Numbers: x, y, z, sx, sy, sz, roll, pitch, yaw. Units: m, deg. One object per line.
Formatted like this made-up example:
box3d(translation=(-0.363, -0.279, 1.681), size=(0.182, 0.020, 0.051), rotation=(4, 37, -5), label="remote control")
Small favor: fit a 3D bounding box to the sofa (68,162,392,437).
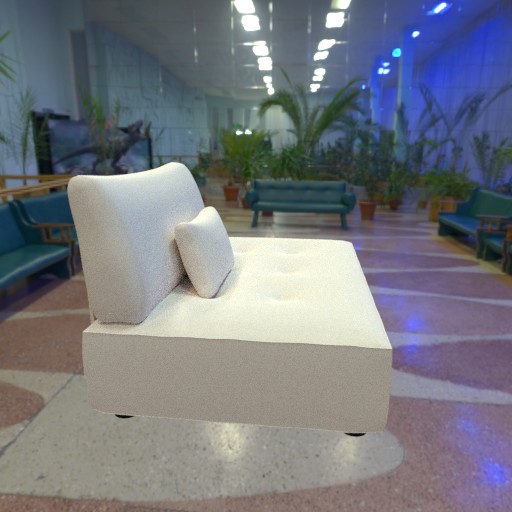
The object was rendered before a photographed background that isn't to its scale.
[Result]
box3d(translation=(0.000, 0.000, 2.040), size=(1.000, 0.820, 1.450), rotation=(2, 14, 7), label="sofa")
